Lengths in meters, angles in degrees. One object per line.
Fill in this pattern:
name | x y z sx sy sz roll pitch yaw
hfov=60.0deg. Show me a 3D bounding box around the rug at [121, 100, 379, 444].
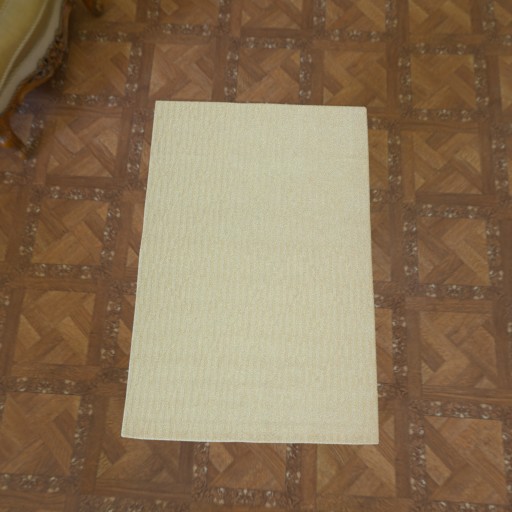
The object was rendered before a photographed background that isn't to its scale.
rug | 0.000 0.000 2.354 1.238 0.014 1.848 2 75 0
